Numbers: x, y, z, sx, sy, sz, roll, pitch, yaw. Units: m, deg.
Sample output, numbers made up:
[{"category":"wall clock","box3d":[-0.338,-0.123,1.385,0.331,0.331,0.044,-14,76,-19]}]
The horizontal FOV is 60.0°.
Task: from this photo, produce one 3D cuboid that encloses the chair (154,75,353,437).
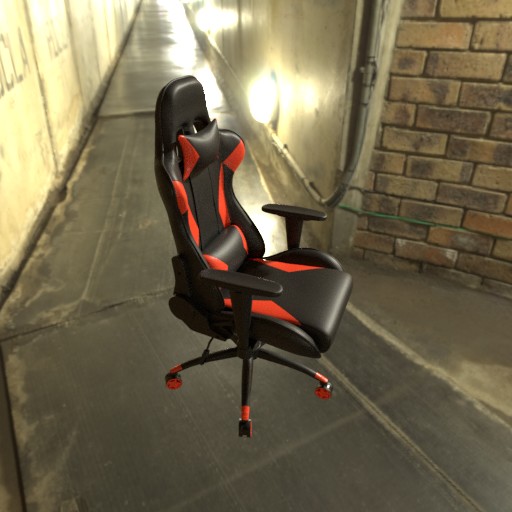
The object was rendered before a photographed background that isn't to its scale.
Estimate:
[{"category":"chair","box3d":[0.000,0.000,1.731,0.730,1.282,0.695,11,32,18]}]
